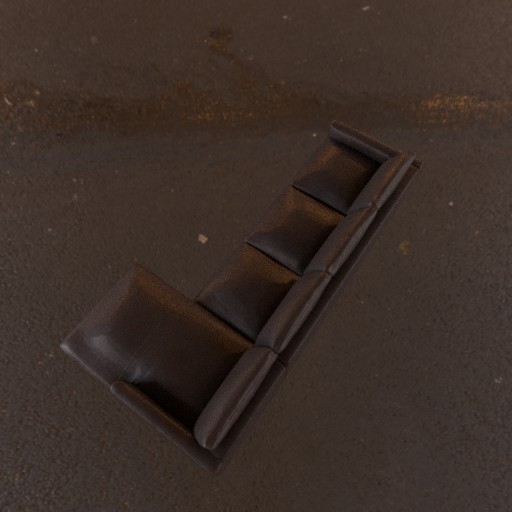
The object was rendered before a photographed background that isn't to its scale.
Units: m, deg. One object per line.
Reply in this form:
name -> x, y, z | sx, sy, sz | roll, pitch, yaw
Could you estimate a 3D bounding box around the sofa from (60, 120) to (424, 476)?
sofa -> 0.000, 0.000, 3.655 | 1.471, 0.859, 2.993 | 32, 67, 15
